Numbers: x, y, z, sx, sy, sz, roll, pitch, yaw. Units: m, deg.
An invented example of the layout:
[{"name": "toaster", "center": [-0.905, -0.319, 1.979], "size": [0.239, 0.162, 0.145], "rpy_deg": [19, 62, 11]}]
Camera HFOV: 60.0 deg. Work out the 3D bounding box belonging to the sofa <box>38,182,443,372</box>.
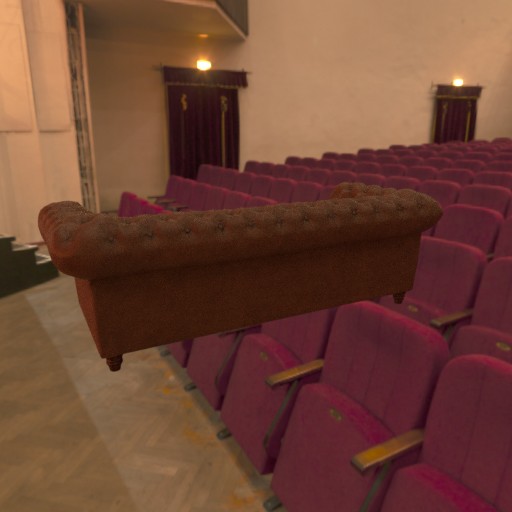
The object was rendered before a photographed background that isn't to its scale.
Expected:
[{"name": "sofa", "center": [0.000, 0.000, 2.785], "size": [2.385, 0.783, 0.944], "rpy_deg": [-8, 18, -27]}]
